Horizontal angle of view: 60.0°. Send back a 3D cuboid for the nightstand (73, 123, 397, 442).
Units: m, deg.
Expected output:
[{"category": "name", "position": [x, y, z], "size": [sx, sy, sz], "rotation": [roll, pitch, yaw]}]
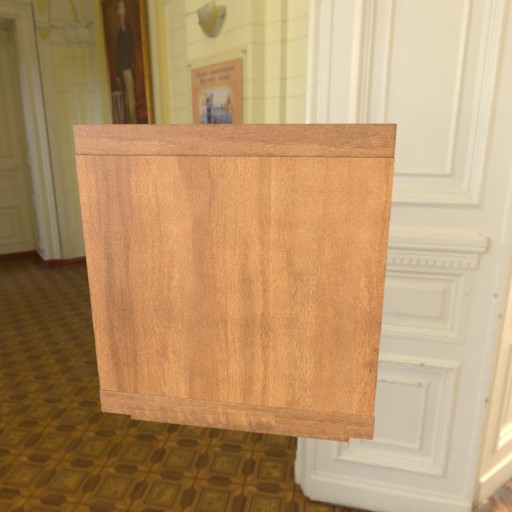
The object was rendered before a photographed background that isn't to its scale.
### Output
[{"category": "nightstand", "position": [0.000, 0.000, 0.875], "size": [0.436, 0.491, 0.493], "rotation": [2, 16, 9]}]
